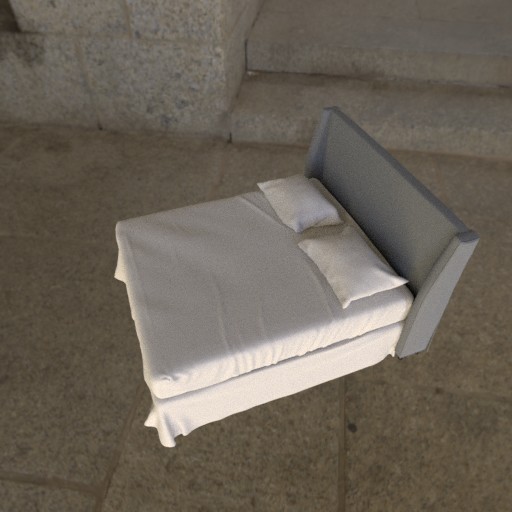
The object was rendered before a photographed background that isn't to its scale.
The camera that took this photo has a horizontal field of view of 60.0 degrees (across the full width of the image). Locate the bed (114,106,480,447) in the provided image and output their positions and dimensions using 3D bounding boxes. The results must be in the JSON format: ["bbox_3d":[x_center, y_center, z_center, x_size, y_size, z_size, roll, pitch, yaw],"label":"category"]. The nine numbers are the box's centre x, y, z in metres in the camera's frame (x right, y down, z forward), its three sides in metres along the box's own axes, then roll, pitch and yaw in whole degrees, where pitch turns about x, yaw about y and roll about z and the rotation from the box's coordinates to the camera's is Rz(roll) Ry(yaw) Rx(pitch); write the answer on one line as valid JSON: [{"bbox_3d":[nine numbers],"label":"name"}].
[{"bbox_3d":[0.000,0.000,3.530,2.276,1.332,1.925,-15,46,-14],"label":"bed"}]
